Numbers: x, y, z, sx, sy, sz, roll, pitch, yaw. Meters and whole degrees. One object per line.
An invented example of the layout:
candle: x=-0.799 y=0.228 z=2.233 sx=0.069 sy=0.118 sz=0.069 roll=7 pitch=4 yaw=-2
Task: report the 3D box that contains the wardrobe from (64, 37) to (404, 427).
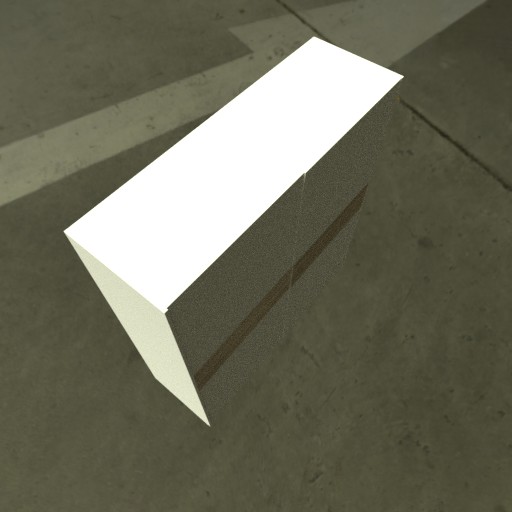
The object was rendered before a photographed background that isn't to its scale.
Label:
wardrobe: x=0.000 y=0.000 z=2.998 sx=0.600 sy=2.020 sz=1.830 roll=34 pitch=64 yaw=20
